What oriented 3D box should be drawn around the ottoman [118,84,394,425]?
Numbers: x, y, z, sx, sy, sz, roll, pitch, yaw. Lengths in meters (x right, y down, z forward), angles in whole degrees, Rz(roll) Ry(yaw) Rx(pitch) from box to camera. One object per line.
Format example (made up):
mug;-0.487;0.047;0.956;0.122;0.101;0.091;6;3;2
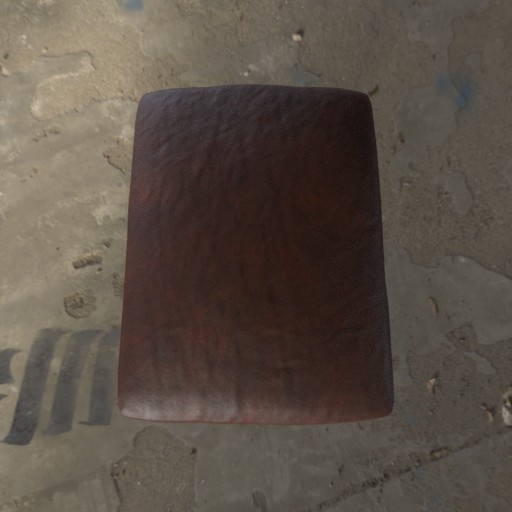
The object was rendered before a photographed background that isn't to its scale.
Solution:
ottoman;0.000;0.000;1.283;0.659;0.527;0.887;0;76;0
